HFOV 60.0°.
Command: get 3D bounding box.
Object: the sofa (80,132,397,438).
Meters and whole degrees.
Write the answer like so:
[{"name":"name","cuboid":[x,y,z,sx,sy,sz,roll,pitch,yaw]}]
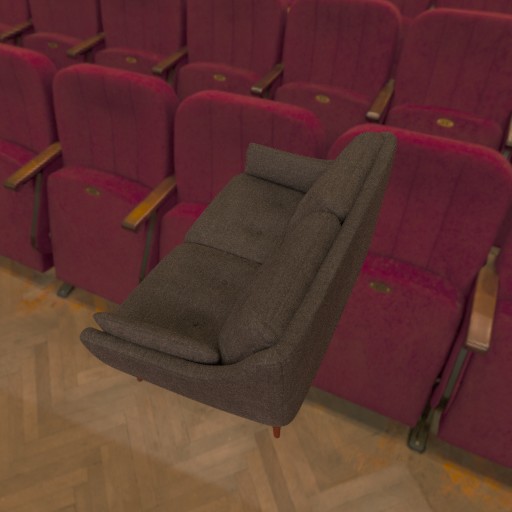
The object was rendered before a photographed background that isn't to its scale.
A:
[{"name":"sofa","cuboid":[0.000,0.000,2.277,0.976,0.887,1.646,19,49,18]}]
